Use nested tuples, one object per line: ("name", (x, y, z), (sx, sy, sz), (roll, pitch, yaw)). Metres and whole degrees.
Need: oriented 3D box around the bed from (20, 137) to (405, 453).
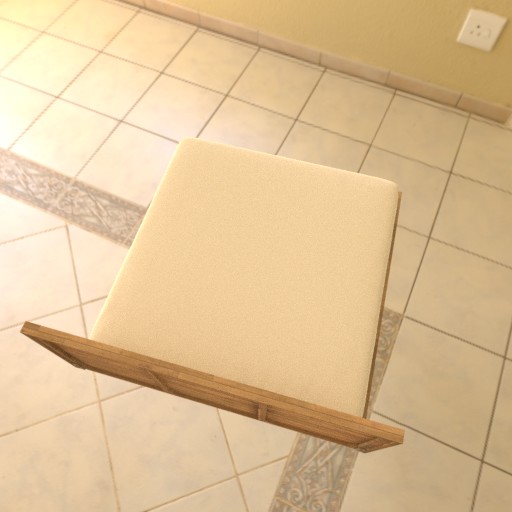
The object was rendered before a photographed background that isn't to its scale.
("bed", (0.000, 0.000, 3.282), (2.116, 1.100, 2.167), (14, 64, 7))
